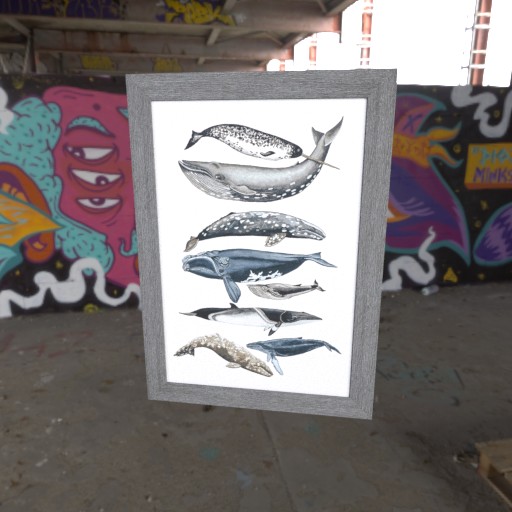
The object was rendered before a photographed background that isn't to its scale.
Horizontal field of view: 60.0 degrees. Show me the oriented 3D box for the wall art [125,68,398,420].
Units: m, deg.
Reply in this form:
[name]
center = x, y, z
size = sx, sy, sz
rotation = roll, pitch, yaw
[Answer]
[wall art]
center = 0.000, 0.000, 1.380
size = 0.768, 1.070, 0.020
rotation = 2, 15, 9
